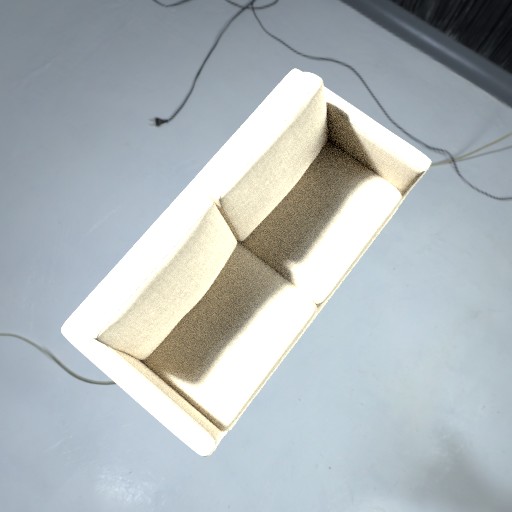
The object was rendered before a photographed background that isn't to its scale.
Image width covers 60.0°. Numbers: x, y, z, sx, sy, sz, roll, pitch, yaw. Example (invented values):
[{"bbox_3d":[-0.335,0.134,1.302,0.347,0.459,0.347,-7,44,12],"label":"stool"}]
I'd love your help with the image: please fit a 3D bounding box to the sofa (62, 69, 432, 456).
[{"bbox_3d":[0.000,0.000,2.476,0.950,0.963,1.884,38,79,9],"label":"sofa"}]
